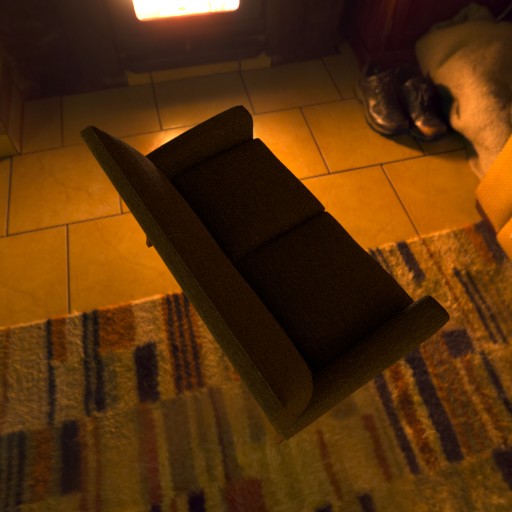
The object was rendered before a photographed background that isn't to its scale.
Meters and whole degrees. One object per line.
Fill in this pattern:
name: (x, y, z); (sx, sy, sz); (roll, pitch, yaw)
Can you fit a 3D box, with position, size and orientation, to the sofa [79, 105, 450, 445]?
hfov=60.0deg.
sofa: (0.000, 0.000, 2.071); (0.867, 0.905, 1.509); (-30, 62, -17)
